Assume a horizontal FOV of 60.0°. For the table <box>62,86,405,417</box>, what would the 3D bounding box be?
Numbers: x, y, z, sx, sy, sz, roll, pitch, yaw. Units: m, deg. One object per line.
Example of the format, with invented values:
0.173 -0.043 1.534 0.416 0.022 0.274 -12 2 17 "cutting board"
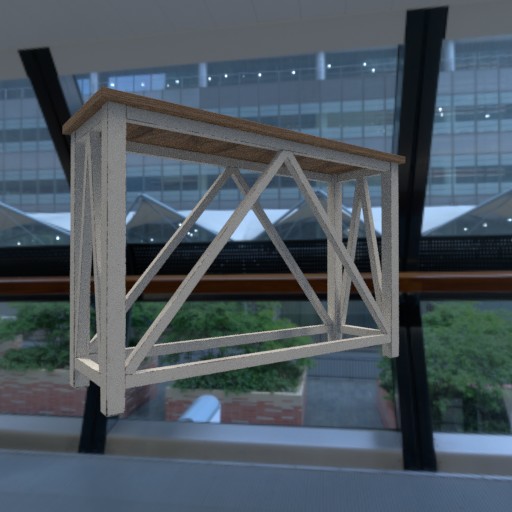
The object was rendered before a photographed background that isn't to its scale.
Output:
0.000 0.000 1.824 1.400 0.930 0.450 1 -1 -36 "table"
